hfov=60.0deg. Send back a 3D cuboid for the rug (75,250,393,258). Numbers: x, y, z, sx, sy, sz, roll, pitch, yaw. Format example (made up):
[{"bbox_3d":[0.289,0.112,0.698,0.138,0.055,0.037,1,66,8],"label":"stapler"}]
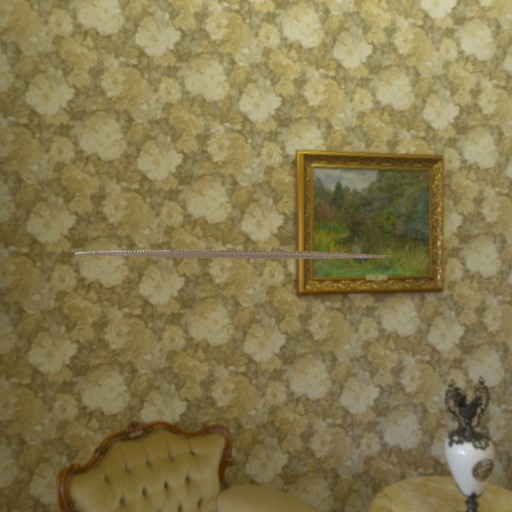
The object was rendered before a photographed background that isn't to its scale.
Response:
[{"bbox_3d":[0.000,0.000,3.019,1.520,0.006,2.432,-1,-1,34],"label":"rug"}]
